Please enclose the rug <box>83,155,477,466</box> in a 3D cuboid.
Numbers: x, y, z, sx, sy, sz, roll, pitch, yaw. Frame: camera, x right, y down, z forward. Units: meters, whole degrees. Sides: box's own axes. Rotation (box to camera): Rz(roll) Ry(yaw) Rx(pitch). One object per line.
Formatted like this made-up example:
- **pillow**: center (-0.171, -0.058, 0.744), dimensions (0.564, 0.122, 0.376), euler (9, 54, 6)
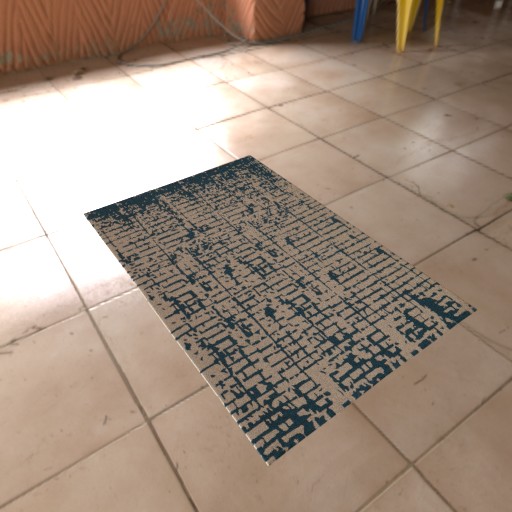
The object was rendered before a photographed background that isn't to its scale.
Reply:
- **rug**: center (0.000, 0.000, 2.350), dimensions (1.220, 0.007, 1.828), euler (-26, 47, -26)
